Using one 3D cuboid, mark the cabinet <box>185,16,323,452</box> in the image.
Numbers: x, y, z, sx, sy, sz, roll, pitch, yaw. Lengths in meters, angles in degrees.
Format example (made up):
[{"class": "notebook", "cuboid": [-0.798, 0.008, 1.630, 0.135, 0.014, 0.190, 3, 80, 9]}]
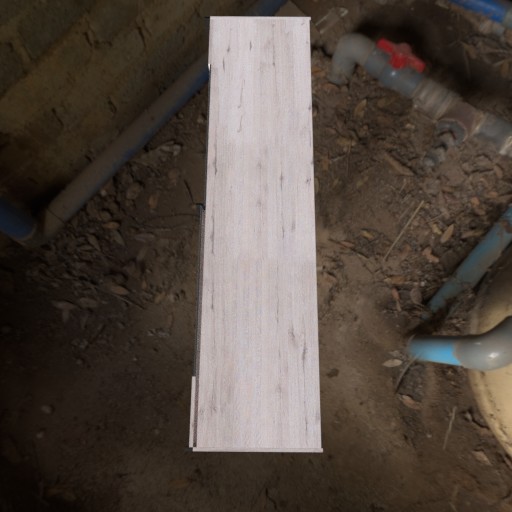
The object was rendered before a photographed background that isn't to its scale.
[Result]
[{"class": "cabinet", "cuboid": [0.000, 0.000, 3.488, 0.660, 2.180, 2.500, 0, 75, 0]}]
